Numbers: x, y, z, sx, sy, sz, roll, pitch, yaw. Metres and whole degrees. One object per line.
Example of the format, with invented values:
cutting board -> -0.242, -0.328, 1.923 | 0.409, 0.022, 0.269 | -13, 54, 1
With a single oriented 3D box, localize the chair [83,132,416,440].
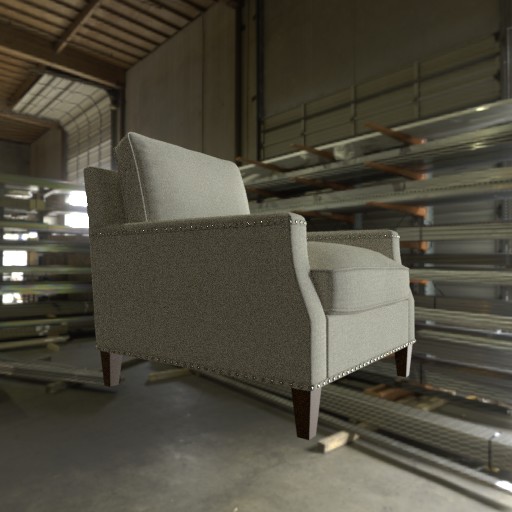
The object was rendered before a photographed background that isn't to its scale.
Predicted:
chair -> 0.000, 0.000, 1.709 | 1.014, 0.943, 0.853 | -1, -1, 36
